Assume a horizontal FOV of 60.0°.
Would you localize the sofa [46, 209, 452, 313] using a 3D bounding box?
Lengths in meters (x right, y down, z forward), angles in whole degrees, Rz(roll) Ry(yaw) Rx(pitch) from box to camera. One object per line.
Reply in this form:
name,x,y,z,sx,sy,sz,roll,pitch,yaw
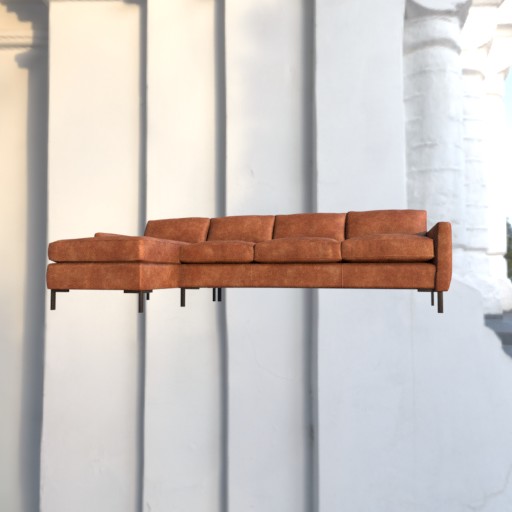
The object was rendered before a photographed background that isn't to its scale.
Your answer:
sofa,0.000,0.000,3.687,2.993,0.859,1.471,-1,-2,17
